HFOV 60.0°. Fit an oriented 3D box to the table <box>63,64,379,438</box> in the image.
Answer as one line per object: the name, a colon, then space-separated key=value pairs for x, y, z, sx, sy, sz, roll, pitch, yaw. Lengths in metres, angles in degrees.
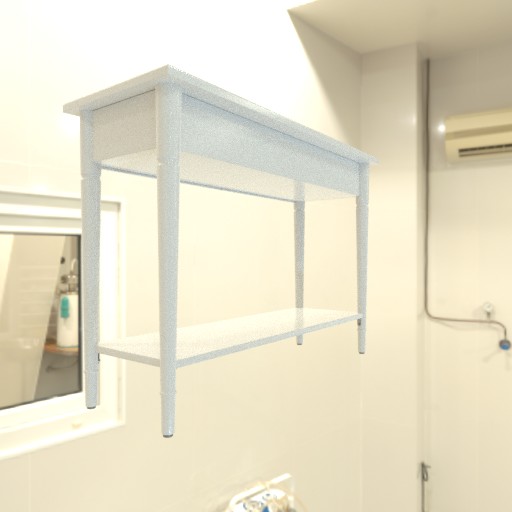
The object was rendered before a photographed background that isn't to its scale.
table: x=0.000 y=0.000 z=1.397 sx=0.381 sy=0.749 sz=1.067 roll=0 pitch=0 yaw=37
